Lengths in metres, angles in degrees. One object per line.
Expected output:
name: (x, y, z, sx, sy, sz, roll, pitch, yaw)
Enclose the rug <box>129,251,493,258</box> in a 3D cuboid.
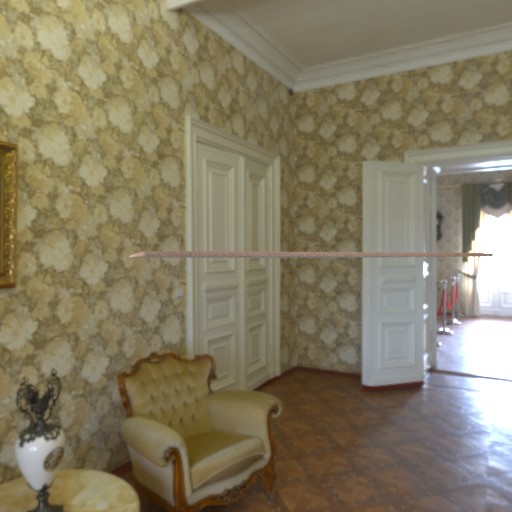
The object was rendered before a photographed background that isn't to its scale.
rug: (0.000, 0.000, 2.282, 1.219, 0.014, 1.829, 0, 0, -17)
